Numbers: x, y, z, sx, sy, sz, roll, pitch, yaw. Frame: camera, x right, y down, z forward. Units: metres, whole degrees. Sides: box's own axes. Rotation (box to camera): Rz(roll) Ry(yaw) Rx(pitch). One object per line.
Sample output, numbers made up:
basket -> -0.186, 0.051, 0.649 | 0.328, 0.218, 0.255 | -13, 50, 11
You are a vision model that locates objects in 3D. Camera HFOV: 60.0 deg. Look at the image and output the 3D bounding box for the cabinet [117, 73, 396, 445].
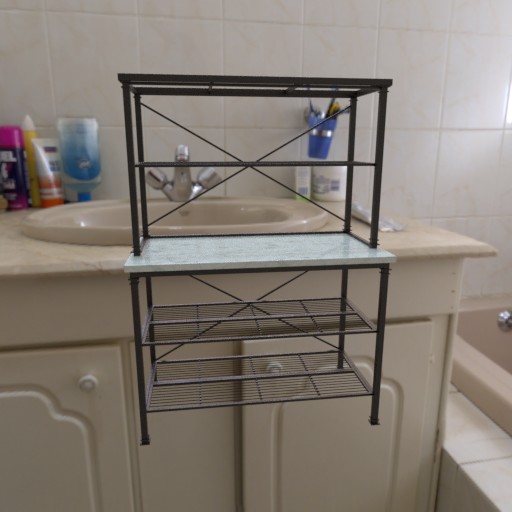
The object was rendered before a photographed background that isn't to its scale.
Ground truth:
cabinet -> 0.000, 0.000, 2.241 | 1.210, 1.659, 0.610 | -2, 14, -8
